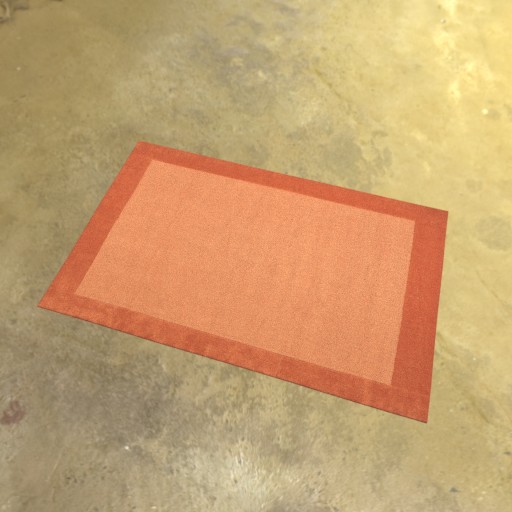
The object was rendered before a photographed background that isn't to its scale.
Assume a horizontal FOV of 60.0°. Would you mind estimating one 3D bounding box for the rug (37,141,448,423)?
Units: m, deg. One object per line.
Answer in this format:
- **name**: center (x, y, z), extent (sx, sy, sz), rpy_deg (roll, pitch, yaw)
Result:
- **rug**: center (0.000, 0.000, 3.004), extent (2.438, 0.014, 1.524), rpy_deg (15, 60, 9)
